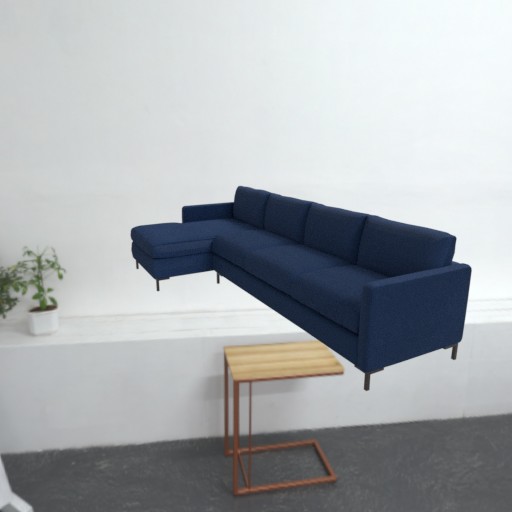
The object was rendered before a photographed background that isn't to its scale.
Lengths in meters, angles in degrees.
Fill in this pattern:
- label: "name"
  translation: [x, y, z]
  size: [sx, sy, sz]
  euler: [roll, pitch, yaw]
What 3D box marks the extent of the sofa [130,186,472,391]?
- label: "sofa"
  translation: [0.000, 0.000, 2.975]
  size: [1.128, 0.679, 2.450]
  euler: [-8, 18, -27]
